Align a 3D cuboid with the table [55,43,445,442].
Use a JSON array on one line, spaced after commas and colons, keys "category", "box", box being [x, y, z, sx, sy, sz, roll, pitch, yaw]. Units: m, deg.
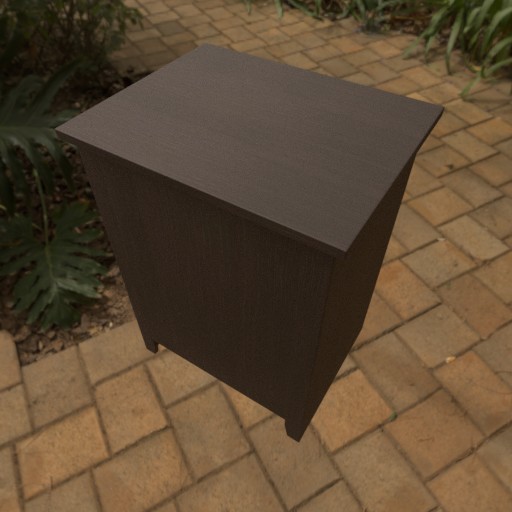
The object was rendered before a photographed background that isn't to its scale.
[{"category": "table", "box": [0.000, 0.000, 0.924, 0.480, 0.635, 0.381, 25, 52, 21]}]
